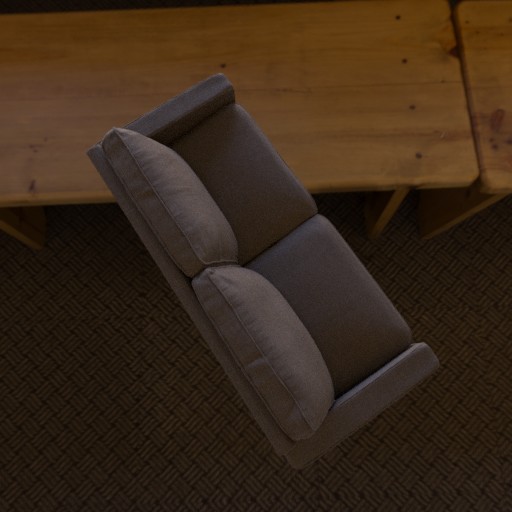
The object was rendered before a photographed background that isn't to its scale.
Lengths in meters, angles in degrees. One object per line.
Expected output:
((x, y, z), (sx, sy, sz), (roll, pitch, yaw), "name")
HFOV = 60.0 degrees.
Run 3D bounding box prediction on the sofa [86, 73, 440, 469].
((0.000, 0.000, 2.518), (0.940, 0.919, 2.080), (-33, 79, -8), "sofa")
